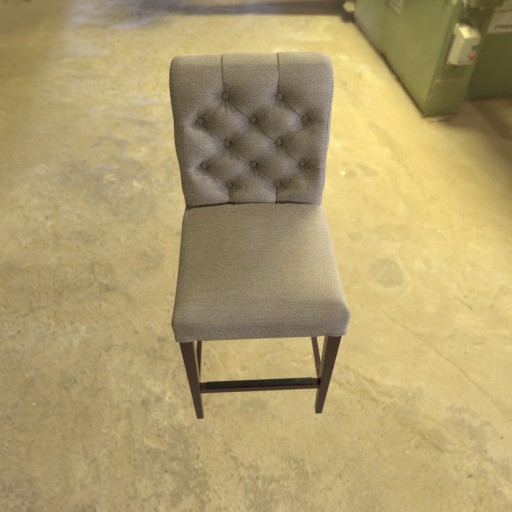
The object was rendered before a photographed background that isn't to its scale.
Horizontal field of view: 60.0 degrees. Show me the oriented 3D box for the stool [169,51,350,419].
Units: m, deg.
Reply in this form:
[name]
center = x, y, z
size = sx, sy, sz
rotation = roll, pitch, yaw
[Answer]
[stool]
center = 0.000, 0.000, 1.466
size = 0.486, 1.084, 0.660
rotation = -2, 47, -2
